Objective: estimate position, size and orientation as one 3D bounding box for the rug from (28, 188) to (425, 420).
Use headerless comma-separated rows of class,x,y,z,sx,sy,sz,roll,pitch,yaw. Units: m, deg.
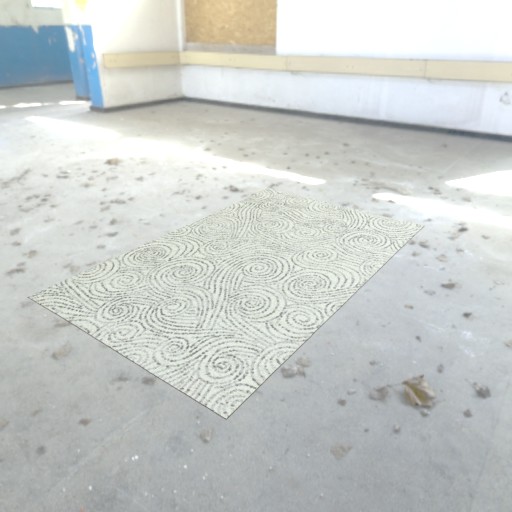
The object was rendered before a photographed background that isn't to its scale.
rug,0.000,0.000,3.059,1.524,0.005,2.439,19,33,32
